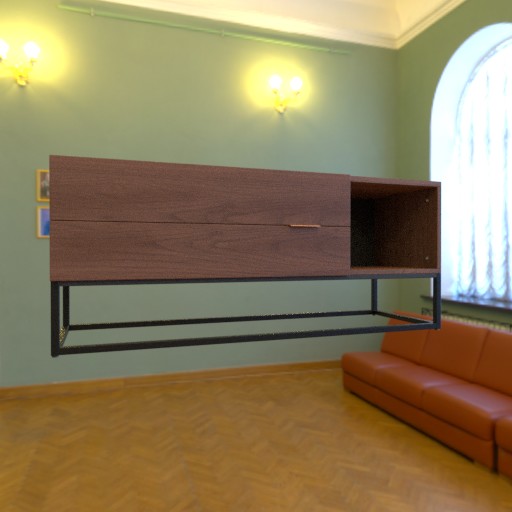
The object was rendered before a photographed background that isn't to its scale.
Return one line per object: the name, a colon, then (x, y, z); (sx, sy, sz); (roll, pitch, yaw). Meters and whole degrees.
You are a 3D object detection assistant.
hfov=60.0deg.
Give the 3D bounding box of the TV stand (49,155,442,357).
TV stand: (0.000, 0.000, 1.460); (1.200, 0.500, 0.415); (0, 1, -19)
